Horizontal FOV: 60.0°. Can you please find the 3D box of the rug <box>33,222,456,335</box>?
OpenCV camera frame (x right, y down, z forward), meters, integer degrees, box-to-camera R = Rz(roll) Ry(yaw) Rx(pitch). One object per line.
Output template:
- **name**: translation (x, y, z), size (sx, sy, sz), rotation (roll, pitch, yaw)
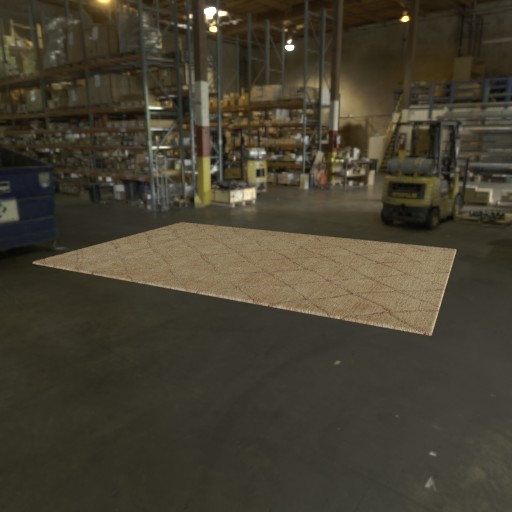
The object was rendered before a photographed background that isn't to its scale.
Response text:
- **rug**: translation (0.000, 0.000, 2.868), size (2.292, 0.014, 1.528), rotation (7, 16, 26)
